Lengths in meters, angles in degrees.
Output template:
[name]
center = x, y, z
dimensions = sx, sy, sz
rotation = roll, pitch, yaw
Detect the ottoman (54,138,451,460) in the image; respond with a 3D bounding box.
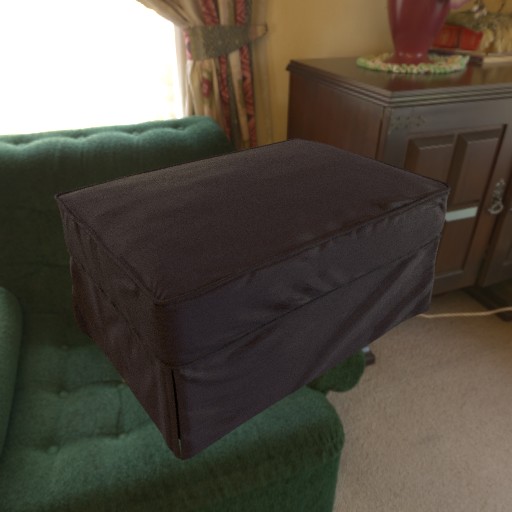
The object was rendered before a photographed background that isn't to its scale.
[ottoman]
center = 0.000, 0.000, 1.288
dimensions = 0.938, 0.503, 0.637
rotation = -21, 37, -32
